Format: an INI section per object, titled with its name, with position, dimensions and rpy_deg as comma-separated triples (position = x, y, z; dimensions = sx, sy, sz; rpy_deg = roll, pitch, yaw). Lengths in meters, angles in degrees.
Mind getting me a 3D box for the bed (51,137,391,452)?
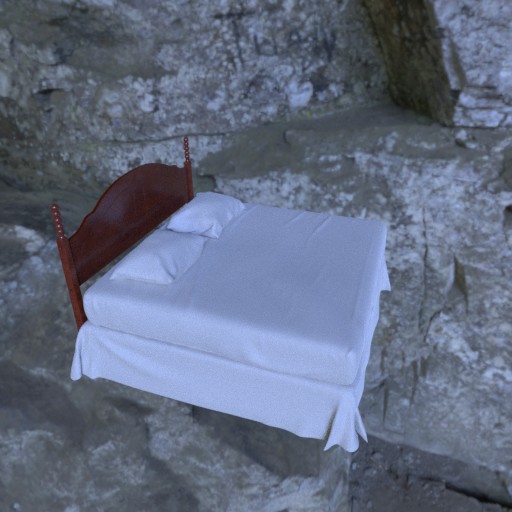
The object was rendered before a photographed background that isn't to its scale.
[bed]
position = 0.000, 0.000, 3.679
dimensions = 2.219, 1.355, 2.322
rpy_deg = 10, 30, 17
